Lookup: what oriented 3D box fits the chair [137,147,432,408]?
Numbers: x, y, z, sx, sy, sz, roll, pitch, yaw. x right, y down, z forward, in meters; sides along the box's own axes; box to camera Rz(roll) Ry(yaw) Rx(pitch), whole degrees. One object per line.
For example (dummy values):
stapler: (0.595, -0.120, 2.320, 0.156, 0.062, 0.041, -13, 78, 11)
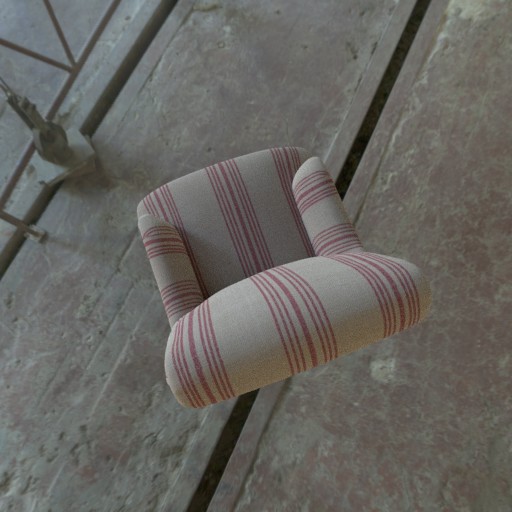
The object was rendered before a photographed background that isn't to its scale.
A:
chair: (0.000, 0.000, 1.970, 0.933, 1.123, 1.058, -20, 75, -6)
